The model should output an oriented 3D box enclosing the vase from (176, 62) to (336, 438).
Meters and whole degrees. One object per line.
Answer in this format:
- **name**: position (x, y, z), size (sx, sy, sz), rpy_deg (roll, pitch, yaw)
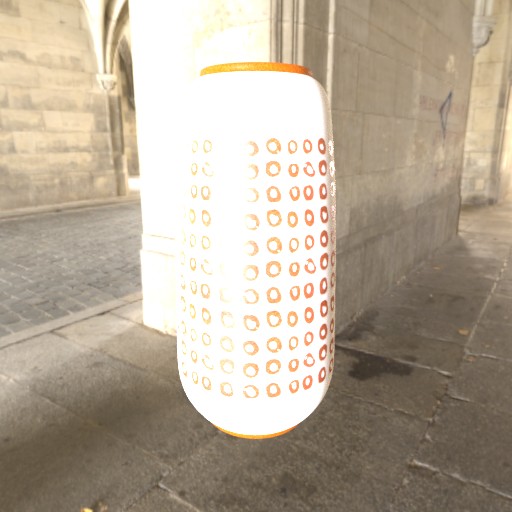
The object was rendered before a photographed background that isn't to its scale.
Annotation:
- **vase**: position (0.000, 0.000, 0.363), size (0.133, 0.282, 0.133), rpy_deg (0, 14, 0)
